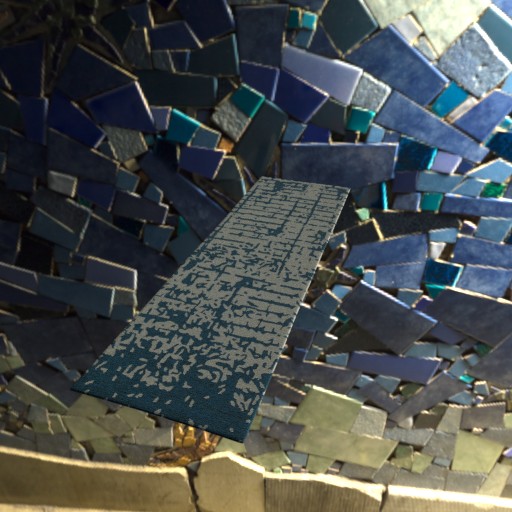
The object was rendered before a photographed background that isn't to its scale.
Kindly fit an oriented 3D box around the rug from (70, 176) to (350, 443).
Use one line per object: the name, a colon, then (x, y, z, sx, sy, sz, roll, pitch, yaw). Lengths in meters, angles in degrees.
rug: (0.000, 0.000, 2.662, 0.750, 0.011, 2.435, 10, 33, 16)
